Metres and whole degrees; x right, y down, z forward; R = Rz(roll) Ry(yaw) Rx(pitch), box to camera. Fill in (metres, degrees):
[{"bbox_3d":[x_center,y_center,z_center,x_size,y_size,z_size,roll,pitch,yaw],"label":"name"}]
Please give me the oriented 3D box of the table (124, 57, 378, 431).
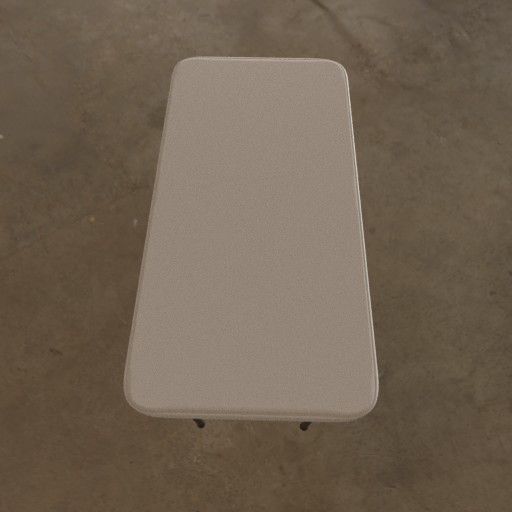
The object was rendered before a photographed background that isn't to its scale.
[{"bbox_3d":[0.000,0.000,1.621,0.610,0.729,1.219,1,62,1],"label":"table"}]
